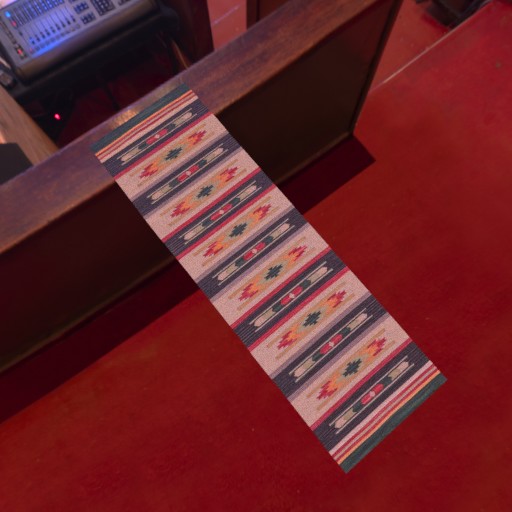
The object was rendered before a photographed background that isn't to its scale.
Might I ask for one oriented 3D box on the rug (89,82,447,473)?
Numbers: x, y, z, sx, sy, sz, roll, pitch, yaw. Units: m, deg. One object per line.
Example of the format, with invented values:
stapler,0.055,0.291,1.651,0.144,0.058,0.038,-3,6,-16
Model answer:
rug,0.000,0.000,2.632,0.760,0.009,2.440,-38,79,-9
